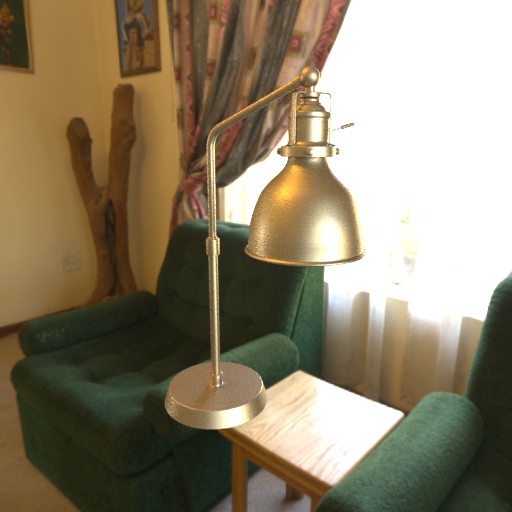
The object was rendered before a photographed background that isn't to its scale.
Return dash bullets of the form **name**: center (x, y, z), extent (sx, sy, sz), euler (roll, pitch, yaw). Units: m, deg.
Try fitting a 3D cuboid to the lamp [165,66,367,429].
- **lamp**: center (0.000, 0.000, 0.583), extent (0.286, 0.456, 0.153), euler (7, 16, 25)
